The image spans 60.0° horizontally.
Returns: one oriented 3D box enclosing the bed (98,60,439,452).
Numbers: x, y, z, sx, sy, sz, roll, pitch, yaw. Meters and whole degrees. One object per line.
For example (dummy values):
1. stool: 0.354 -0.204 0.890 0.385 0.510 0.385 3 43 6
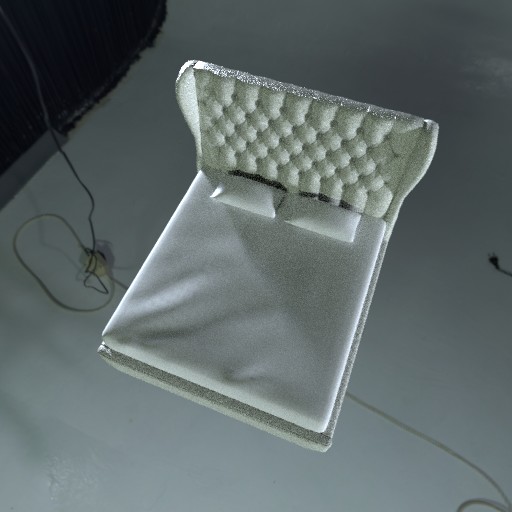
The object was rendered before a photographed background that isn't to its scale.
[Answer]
1. bed: 0.000 0.000 3.811 2.219 1.771 2.347 19 61 11
